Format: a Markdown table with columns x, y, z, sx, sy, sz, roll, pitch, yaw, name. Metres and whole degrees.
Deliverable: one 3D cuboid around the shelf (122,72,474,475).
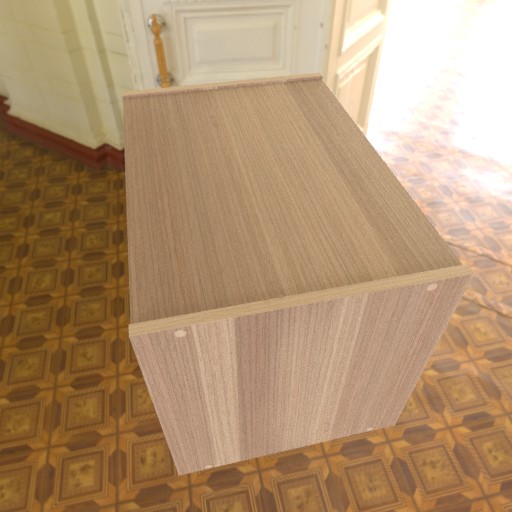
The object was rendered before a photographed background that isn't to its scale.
| x | y | z | sx | sy | sz | roll | pitch | yaw | name |
| --- | --- | --- | --- | --- | --- | --- | --- | --- | --- |
| 0.000 | 0.000 | 0.607 | 0.290 | 0.305 | 0.415 | -9 | 46 | -9 | shelf |
